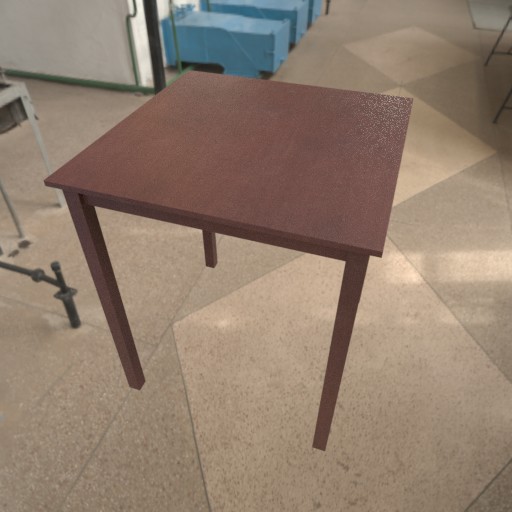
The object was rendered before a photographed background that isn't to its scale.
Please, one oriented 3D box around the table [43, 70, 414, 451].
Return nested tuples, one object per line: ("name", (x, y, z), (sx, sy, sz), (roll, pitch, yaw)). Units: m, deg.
("table", (0.000, 0.000, 1.668), (0.861, 0.991, 0.861), (13, 43, 14))
